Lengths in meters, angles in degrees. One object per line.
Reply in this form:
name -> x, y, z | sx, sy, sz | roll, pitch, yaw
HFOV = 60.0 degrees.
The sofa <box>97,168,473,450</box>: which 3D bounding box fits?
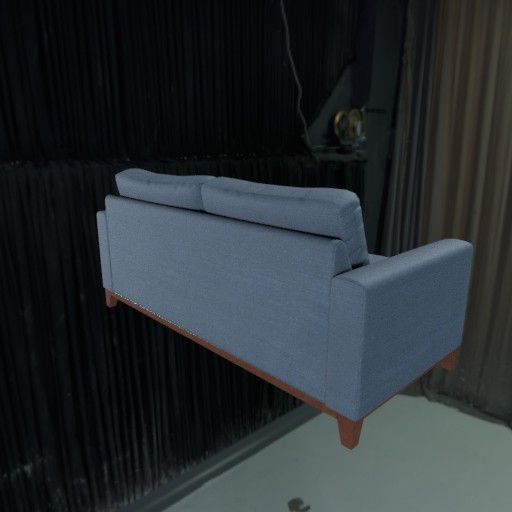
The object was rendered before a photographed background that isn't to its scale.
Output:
sofa -> 0.000, 0.000, 2.349 | 0.877, 0.865, 1.900 | -14, 20, -42
